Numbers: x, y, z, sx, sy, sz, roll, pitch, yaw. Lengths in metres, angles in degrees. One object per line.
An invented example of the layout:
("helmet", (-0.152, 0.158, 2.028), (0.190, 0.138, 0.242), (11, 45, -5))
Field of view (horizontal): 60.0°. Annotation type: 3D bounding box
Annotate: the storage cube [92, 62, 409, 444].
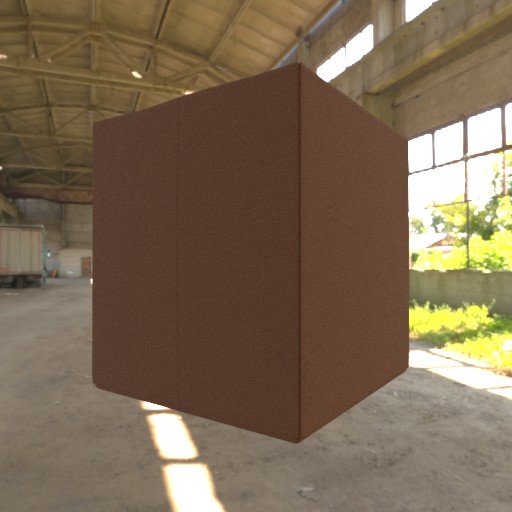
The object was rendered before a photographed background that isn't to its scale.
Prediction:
("storage cube", (0.000, 0.000, 0.504), (0.270, 0.280, 0.270), (0, 0, 36))
